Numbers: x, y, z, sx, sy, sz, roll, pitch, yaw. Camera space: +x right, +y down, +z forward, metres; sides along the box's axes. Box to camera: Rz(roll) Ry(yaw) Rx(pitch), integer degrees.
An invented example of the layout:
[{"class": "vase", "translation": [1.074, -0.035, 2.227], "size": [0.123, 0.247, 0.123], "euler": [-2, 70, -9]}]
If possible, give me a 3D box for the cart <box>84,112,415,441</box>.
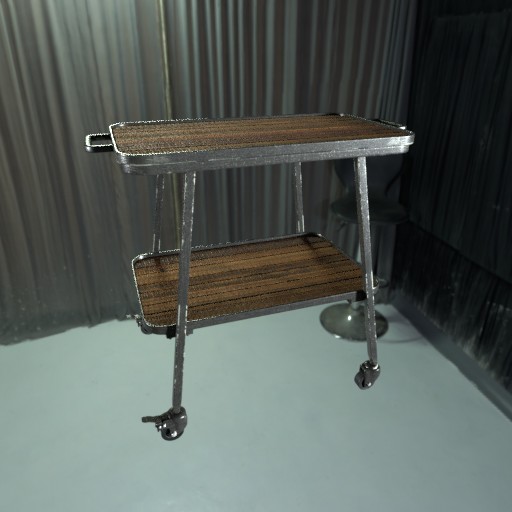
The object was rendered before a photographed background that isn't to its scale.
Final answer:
[{"class": "cart", "translation": [0.000, 0.000, 1.251], "size": [0.806, 0.700, 0.515], "euler": [-8, 27, -17]}]
